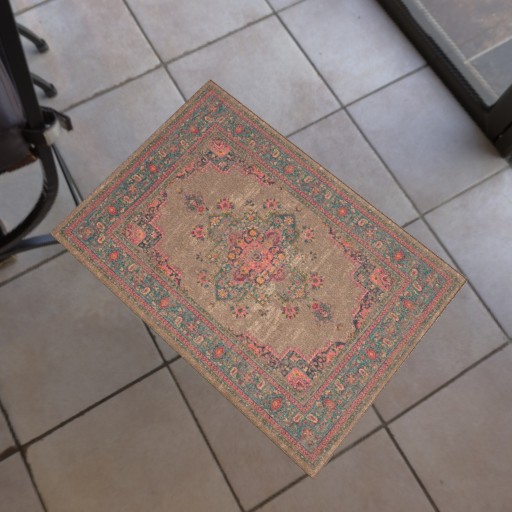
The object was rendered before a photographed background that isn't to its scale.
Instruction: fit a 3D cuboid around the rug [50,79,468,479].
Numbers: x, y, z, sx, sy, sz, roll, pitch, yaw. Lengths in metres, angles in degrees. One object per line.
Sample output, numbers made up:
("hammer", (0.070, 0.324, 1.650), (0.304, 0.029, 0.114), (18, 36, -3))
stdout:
("rug", (0.000, 0.000, 3.696), (2.890, 0.013, 2.005), (40, 79, 10))
